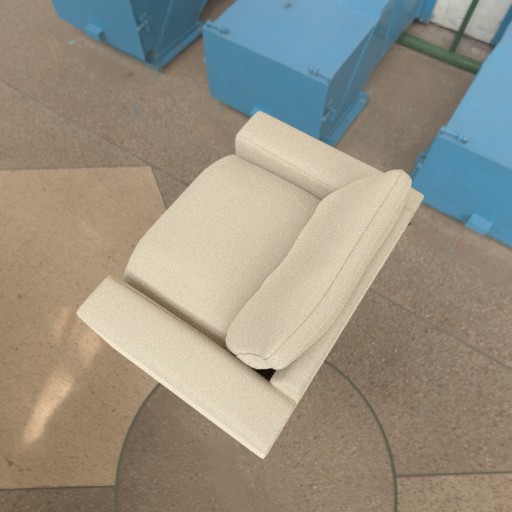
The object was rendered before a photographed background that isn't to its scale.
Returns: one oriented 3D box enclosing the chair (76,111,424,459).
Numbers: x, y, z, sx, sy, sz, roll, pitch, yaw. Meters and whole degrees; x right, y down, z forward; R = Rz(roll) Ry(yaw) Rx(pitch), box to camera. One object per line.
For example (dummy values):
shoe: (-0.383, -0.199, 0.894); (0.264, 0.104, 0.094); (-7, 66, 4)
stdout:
chair: (0.000, 0.000, 2.107); (1.039, 0.915, 1.398); (31, 68, 15)
